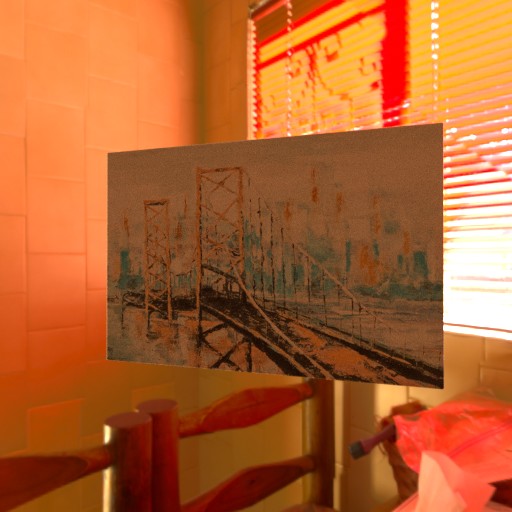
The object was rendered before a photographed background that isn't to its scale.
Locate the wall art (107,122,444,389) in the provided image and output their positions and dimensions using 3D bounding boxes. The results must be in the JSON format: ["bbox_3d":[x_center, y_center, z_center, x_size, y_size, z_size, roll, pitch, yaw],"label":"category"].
[{"bbox_3d":[0.000,0.000,1.171,0.913,0.609,0.038,0,0,19],"label":"wall art"}]
